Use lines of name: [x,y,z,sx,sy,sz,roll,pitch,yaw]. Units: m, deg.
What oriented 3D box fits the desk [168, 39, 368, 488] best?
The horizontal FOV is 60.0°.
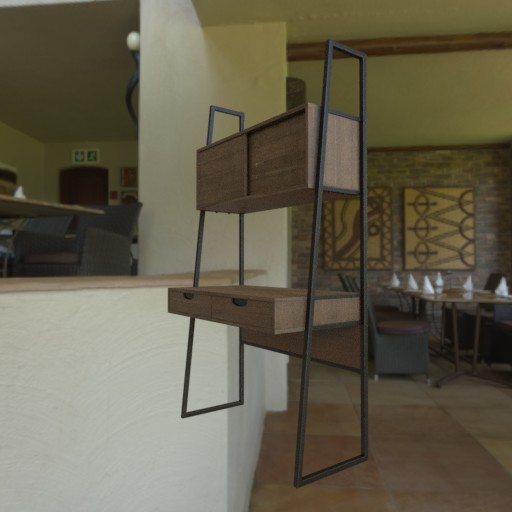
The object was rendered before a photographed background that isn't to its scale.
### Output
desk: [0.000,0.000,2.214,0.515,1.809,0.982,1,-1,-36]
